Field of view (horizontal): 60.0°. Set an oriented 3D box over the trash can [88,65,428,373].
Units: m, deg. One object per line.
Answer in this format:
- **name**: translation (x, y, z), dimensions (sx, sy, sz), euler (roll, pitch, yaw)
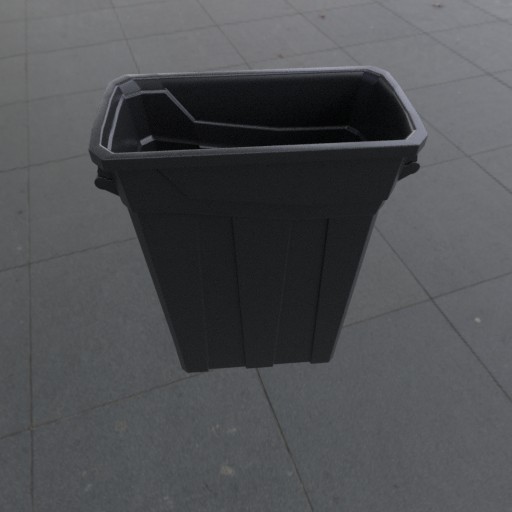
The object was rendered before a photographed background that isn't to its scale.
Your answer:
- **trash can**: translation (0.000, 0.000, 1.045), dimensions (0.559, 0.762, 0.281), euler (-3, 47, -3)
